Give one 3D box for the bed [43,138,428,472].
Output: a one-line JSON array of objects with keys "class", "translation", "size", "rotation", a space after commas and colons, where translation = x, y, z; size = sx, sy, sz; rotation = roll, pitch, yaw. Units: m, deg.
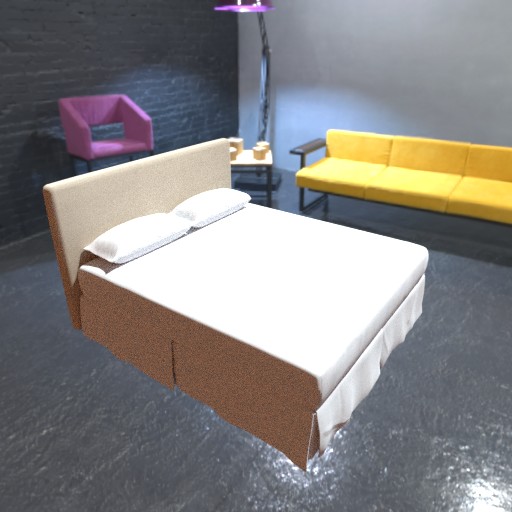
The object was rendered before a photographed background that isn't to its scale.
[{"class": "bed", "translation": [0.000, 0.000, 3.593], "size": [2.319, 1.317, 2.119], "rotation": [18, 31, 31]}]
